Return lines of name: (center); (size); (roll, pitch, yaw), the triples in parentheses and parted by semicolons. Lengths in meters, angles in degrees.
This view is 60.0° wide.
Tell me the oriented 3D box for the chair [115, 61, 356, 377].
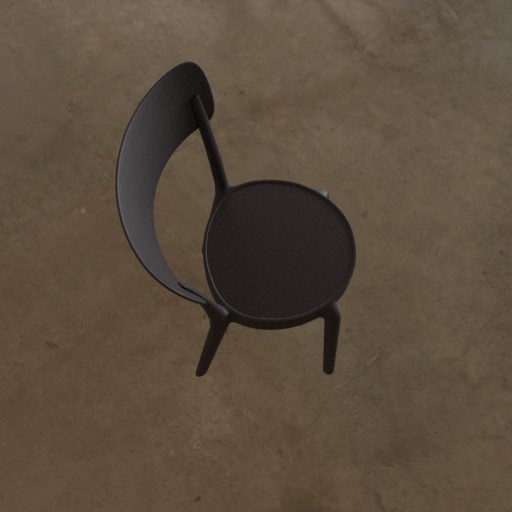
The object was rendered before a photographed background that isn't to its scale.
chair: (0.000, 0.000, 1.134); (0.491, 0.790, 0.506); (0, 64, 0)
